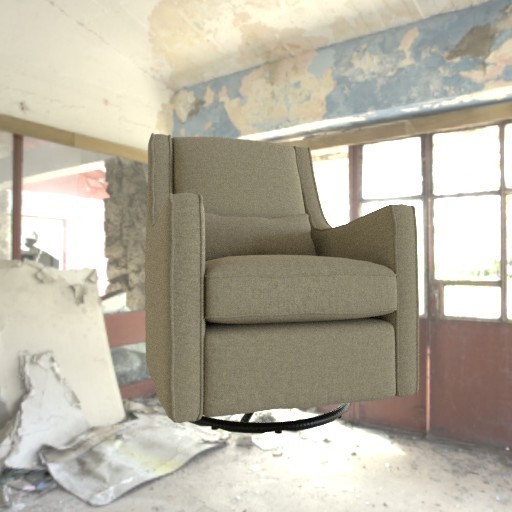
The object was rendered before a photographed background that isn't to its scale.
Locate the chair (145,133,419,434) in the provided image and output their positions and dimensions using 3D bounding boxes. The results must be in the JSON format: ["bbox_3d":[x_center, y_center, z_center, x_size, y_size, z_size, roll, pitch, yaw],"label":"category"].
[{"bbox_3d":[0.000,0.000,1.565,0.732,0.993,0.879,0,-1,-19],"label":"chair"}]
